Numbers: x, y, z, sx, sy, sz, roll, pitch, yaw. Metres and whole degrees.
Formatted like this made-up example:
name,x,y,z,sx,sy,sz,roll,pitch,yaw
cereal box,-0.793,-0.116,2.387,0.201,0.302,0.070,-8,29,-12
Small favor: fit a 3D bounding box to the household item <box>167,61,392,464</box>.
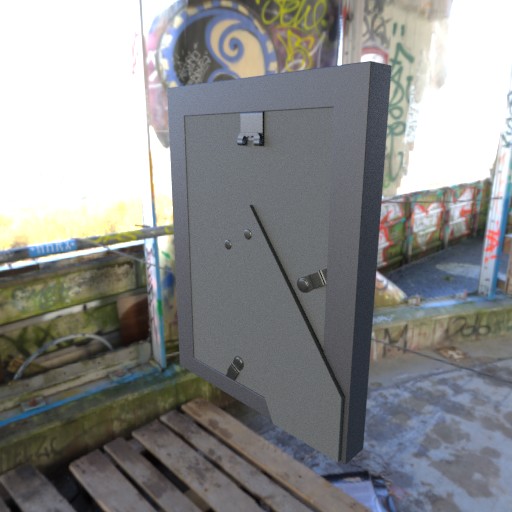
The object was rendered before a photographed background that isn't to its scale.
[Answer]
name,x,y,z,sx,sy,sz,roll,pitch,yaw
household item,0.000,0.000,0.237,0.022,0.178,0.133,-15,21,-43
